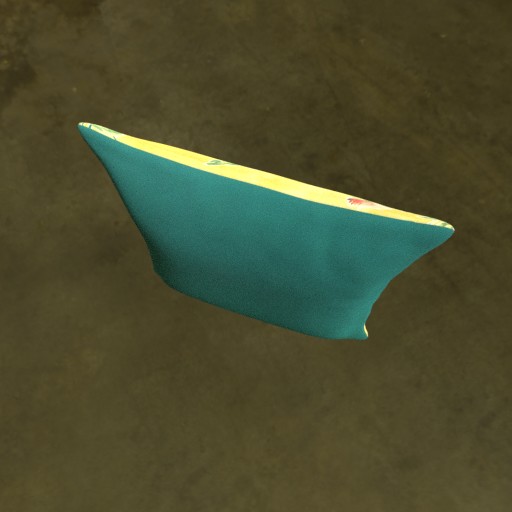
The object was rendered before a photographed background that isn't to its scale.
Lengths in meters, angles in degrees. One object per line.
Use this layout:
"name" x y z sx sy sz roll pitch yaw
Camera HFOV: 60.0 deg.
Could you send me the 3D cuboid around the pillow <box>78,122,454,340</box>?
"pillow" 0.000 0.000 0.810 0.525 0.508 0.166 17 65 8
